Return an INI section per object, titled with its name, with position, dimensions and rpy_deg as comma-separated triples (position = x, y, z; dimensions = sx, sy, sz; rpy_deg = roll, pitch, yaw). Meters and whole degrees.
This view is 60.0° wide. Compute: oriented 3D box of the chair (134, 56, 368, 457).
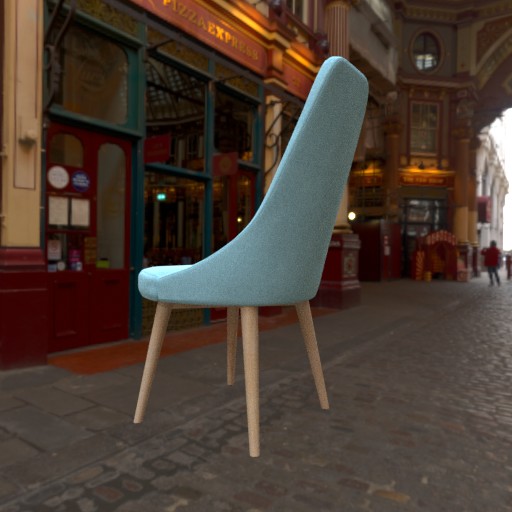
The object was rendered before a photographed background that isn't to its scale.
[chair]
position = 0.000, 0.000, 1.397
dimensions = 0.660, 1.040, 0.510
rpy_deg = 1, 1, 35
